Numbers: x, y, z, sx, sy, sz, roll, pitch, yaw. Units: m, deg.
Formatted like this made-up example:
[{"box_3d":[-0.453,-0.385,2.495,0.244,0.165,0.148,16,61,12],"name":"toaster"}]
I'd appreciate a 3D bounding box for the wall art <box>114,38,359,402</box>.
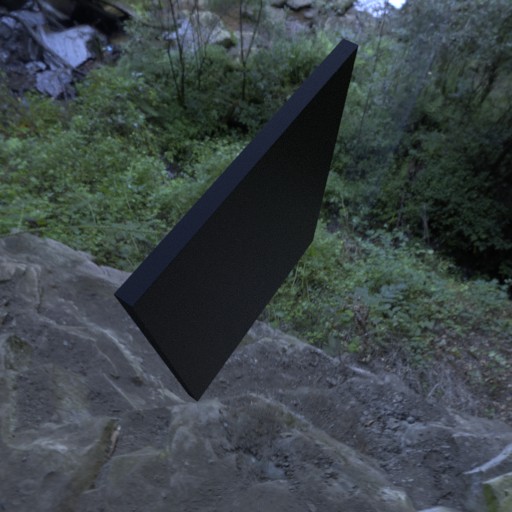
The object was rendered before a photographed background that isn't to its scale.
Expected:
[{"box_3d":[0.000,0.000,0.707,0.023,0.505,0.428,31,67,15],"name":"wall art"}]
